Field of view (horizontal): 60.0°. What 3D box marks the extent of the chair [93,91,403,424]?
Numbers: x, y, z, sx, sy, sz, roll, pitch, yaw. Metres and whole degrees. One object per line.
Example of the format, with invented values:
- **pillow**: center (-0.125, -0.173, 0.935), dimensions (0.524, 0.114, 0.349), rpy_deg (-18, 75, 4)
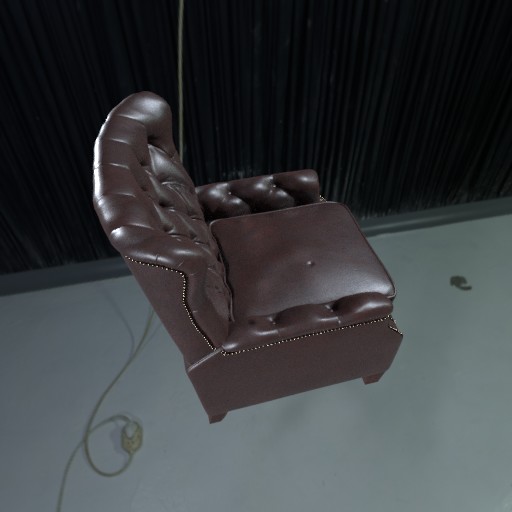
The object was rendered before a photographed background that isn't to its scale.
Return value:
- **chair**: center (0.000, 0.000, 1.444), dimensions (0.823, 0.864, 0.709), rpy_deg (-11, 48, -10)
